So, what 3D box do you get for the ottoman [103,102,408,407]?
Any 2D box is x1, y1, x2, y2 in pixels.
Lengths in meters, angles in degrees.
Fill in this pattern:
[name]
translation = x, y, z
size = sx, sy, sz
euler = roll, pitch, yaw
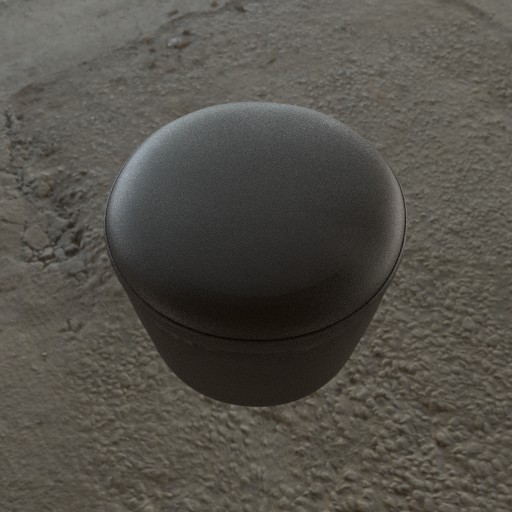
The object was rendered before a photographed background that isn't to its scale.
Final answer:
[ottoman]
translation = 0.000, 0.000, 0.873
size = 0.500, 0.409, 0.500
euler = 0, 58, 0
